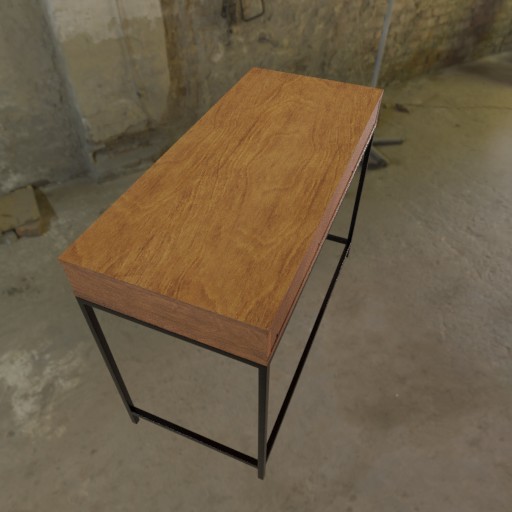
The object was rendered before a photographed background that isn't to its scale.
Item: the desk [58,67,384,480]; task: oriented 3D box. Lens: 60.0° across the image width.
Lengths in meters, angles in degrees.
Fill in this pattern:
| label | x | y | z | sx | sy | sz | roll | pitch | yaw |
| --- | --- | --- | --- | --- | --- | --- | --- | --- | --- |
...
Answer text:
| label | x | y | z | sx | sy | sz | roll | pitch | yaw |
| --- | --- | --- | --- | --- | --- | --- | --- | --- | --- |
| desk | 0.000 | 0.000 | 1.434 | 0.470 | 0.762 | 1.016 | 17 | 48 | 16 |
